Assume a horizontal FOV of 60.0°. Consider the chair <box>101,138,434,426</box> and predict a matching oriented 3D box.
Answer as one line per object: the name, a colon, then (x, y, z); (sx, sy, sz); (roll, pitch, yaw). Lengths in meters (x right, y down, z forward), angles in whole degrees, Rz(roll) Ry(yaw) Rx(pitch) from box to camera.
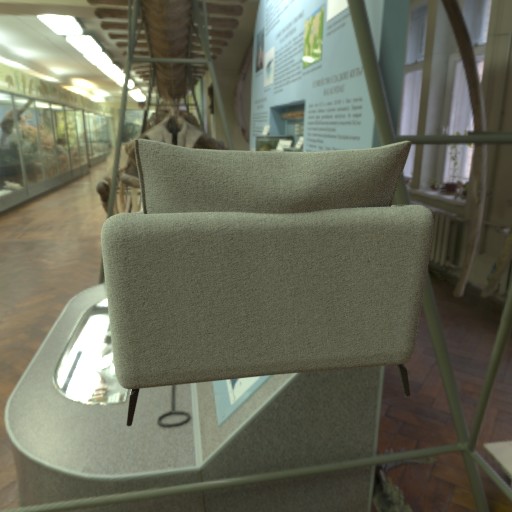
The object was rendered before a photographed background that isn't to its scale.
chair: (0.000, 0.000, 1.647); (1.029, 0.856, 0.801); (-3, 16, -10)
